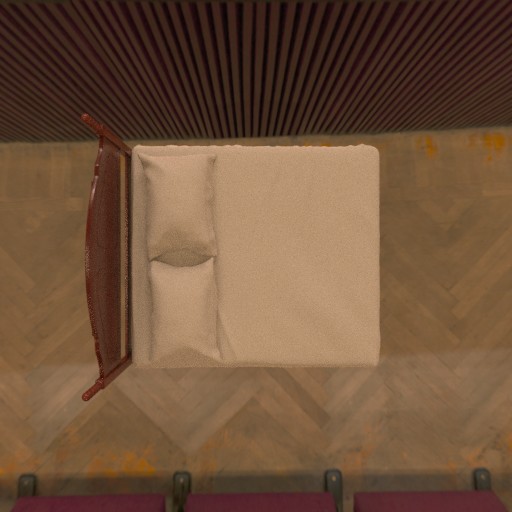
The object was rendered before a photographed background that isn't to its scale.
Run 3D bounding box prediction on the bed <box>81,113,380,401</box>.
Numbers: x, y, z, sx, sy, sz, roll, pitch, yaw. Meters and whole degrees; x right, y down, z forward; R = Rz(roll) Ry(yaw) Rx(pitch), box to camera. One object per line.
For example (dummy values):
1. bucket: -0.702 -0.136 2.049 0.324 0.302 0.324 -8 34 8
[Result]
1. bed: 0.000 0.000 3.207 2.040 1.356 1.873 0 90 -1
